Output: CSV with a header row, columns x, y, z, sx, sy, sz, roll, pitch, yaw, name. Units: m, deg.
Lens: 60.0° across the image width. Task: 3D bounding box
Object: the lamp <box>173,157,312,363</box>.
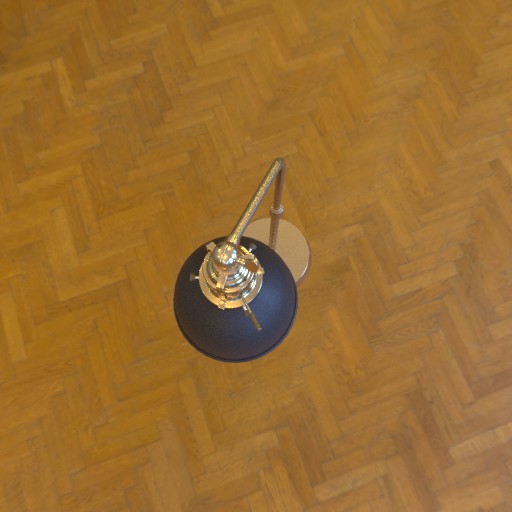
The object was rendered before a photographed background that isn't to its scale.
x,y,z,sx,sy,sz,roll,pitch,yaw,name
0.000,0.000,0.596,0.160,0.456,0.291,23,76,6,lamp
